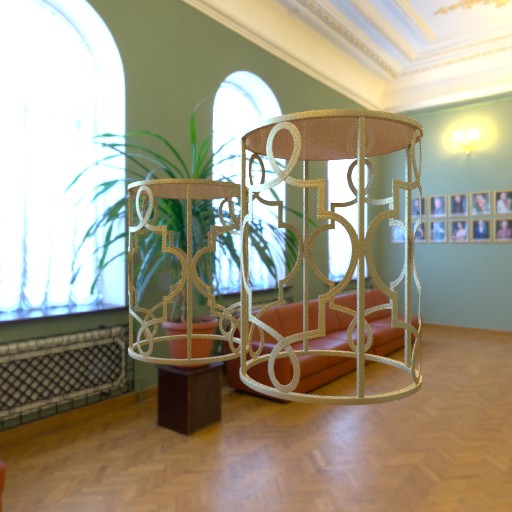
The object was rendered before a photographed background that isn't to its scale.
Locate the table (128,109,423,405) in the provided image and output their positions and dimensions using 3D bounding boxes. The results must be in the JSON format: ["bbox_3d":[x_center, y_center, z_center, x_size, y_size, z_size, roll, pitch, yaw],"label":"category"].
[{"bbox_3d":[0.000,0.000,1.180,0.846,0.564,0.420,0,1,36],"label":"table"}]
